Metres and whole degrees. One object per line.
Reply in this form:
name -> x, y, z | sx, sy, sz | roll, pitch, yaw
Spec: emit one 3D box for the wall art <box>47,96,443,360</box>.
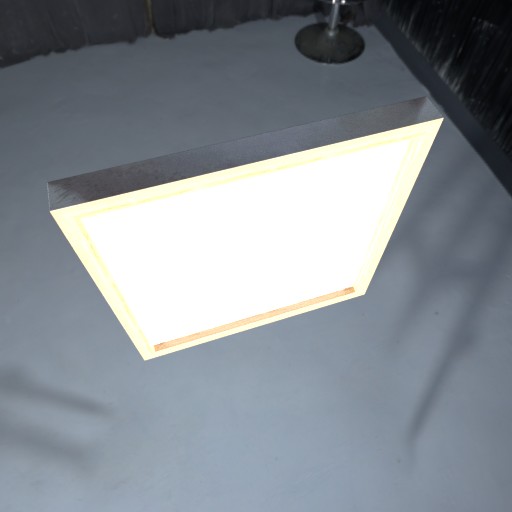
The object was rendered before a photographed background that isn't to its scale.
wall art -> 0.000, 0.000, 0.461 | 0.303, 0.303, 0.028 | -15, 59, -9
